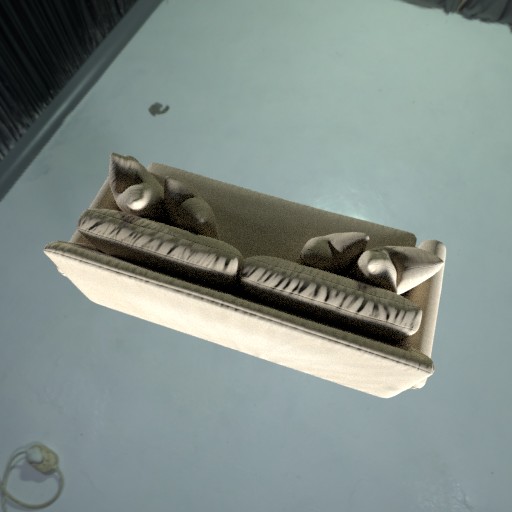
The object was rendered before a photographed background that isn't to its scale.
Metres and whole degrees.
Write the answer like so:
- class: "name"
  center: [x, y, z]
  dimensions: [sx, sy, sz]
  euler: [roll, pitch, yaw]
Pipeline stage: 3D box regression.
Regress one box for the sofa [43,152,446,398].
- class: "sofa"
  center: [0.000, 0.000, 2.844]
  dimensions: [2.285, 0.904, 1.067]
  euler: [17, 65, 8]
